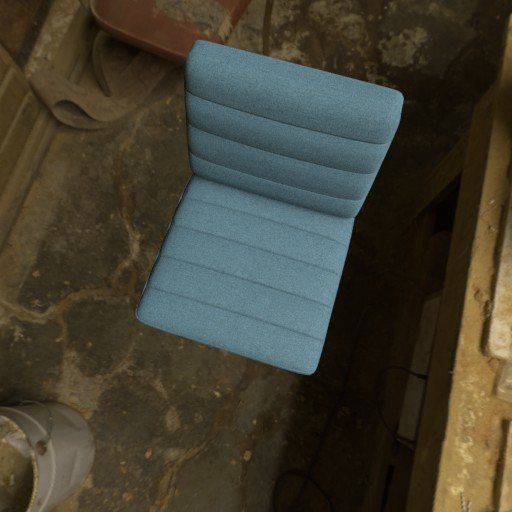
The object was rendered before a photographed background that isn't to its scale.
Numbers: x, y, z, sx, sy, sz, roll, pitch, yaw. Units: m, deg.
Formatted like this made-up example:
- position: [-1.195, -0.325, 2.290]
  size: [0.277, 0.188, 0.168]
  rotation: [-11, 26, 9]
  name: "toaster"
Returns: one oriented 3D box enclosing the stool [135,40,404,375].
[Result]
- position: [0.000, 0.000, 1.251]
  size: [0.460, 0.940, 0.560]
  rotation: [17, 74, 5]
  name: "stool"
